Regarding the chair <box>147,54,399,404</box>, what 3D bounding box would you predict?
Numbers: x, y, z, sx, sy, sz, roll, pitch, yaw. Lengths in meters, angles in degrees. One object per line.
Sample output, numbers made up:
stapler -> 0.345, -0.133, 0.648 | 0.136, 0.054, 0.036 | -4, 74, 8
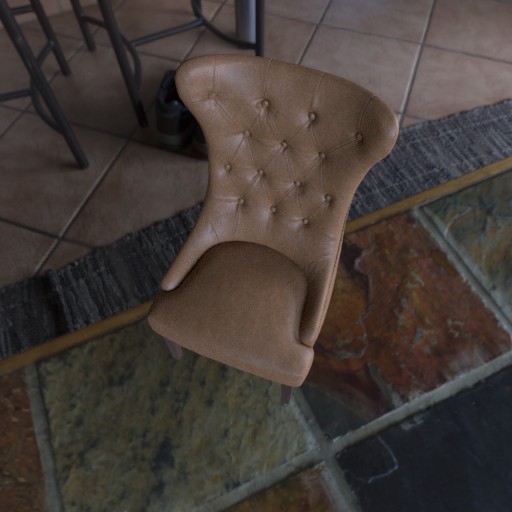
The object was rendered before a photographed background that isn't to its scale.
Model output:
chair -> 0.000, 0.000, 1.483 | 0.611, 1.065, 0.669 | 19, 61, 11
